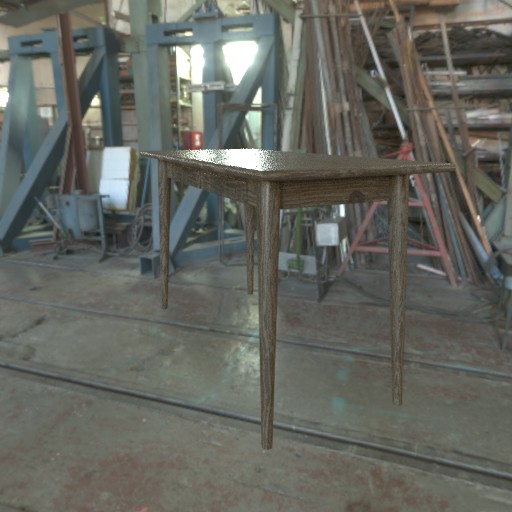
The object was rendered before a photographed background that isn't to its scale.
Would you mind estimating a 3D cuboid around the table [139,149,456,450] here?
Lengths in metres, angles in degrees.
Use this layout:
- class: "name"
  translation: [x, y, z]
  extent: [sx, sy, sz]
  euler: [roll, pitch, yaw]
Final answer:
- class: "table"
  translation: [0.000, 0.000, 1.761]
  extent: [0.599, 0.780, 1.300]
  euler: [-7, 17, -25]
